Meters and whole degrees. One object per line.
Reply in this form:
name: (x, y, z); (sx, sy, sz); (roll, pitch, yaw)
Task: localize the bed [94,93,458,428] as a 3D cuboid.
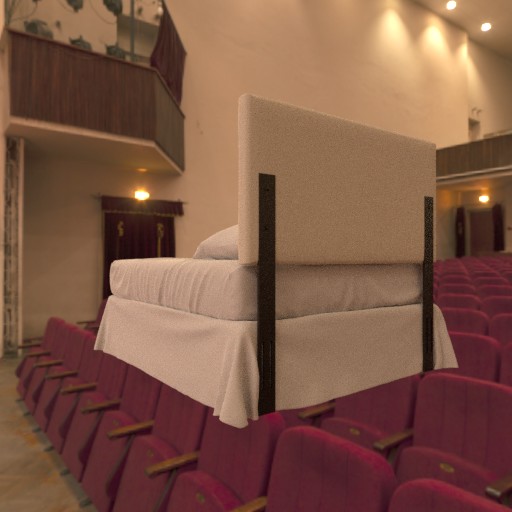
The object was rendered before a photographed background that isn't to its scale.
bed: (0.000, 0.000, 3.424); (1.936, 1.577, 2.222); (0, 0, -36)
